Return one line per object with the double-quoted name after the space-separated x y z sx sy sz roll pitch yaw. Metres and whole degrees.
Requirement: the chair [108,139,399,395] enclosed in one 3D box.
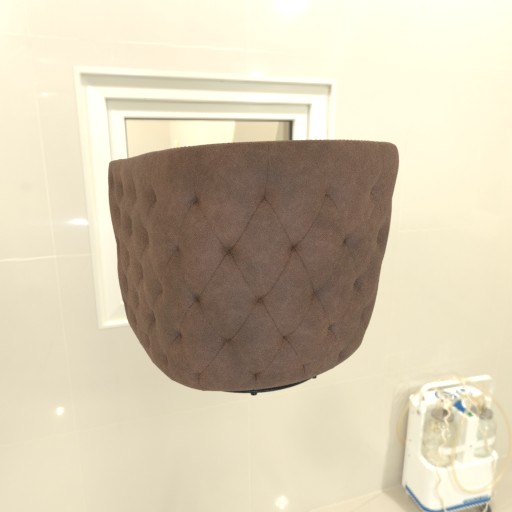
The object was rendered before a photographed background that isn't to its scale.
0.000 0.000 1.558 0.850 0.790 0.870 -7 16 -26 "chair"
